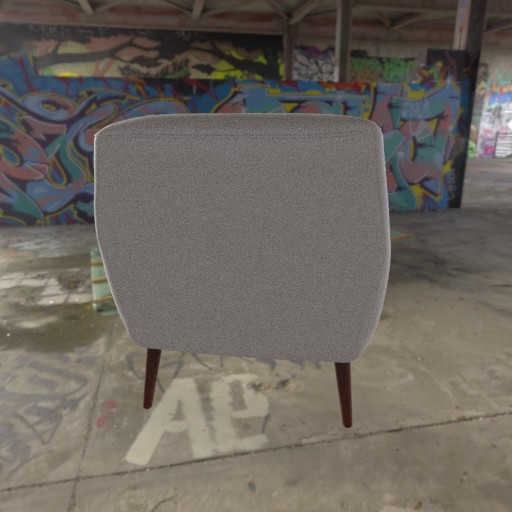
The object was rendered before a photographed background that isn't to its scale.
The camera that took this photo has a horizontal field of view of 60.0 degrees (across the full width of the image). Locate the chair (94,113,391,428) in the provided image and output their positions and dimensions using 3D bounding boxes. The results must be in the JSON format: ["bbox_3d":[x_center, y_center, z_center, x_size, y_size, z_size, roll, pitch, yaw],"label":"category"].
[{"bbox_3d":[0.000,0.000,1.395,0.762,0.838,0.787,2,17,8],"label":"chair"}]
